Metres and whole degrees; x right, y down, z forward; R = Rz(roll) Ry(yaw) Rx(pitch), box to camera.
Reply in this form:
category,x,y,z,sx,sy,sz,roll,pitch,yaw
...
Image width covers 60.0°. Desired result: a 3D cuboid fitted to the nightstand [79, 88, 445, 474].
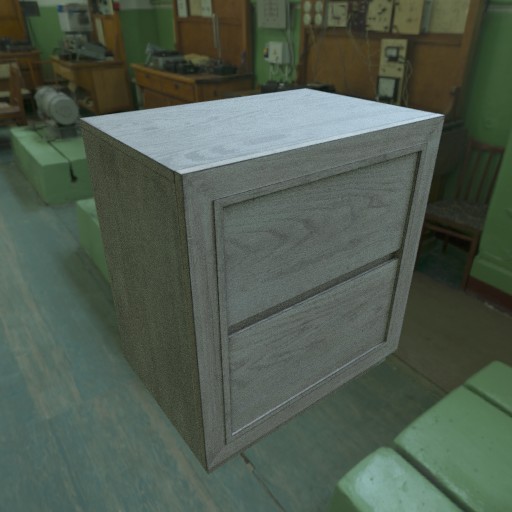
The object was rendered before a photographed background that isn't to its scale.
category,x,y,z,sx,sy,sz,roll,pitch,yaw
nightstand,0.000,0.000,1.081,0.612,0.673,0.483,-20,35,-31
